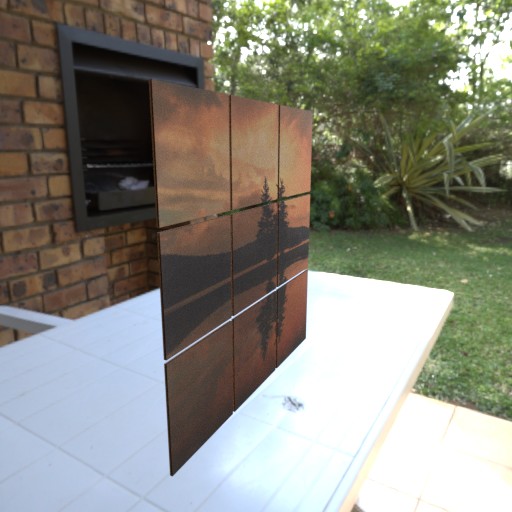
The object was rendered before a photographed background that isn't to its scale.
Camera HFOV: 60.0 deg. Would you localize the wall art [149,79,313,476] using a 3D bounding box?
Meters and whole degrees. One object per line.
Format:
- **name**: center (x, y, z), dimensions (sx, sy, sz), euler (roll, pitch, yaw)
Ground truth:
- **wall art**: center (0.000, 0.000, 2.289), dimensions (0.013, 1.525, 1.520), euler (7, 15, 26)
